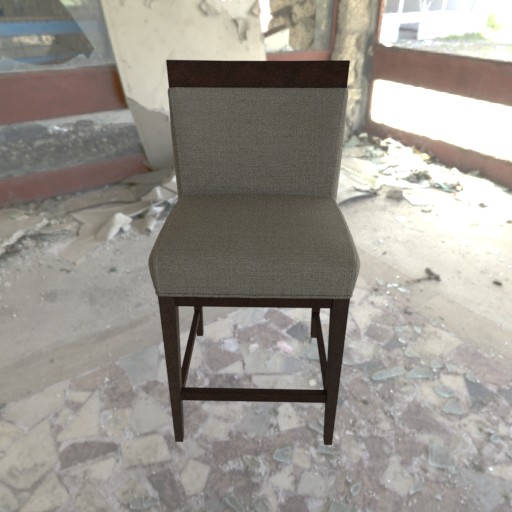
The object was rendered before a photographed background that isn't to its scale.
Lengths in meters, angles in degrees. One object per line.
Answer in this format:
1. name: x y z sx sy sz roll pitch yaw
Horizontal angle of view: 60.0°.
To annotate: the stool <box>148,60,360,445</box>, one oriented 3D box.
1. stool: 0.000 0.000 1.301 0.512 1.009 0.531 1 31 1
